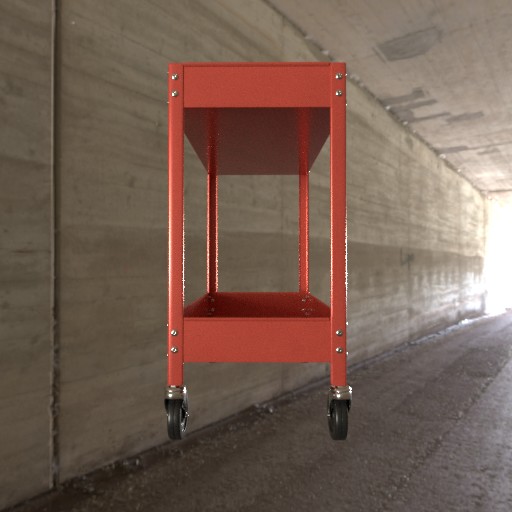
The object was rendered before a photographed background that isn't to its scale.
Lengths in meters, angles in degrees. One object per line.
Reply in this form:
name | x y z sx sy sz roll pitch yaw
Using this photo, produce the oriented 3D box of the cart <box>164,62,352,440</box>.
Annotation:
cart | 0.000 0.000 1.205 0.366 0.719 0.779 0 -1 0
